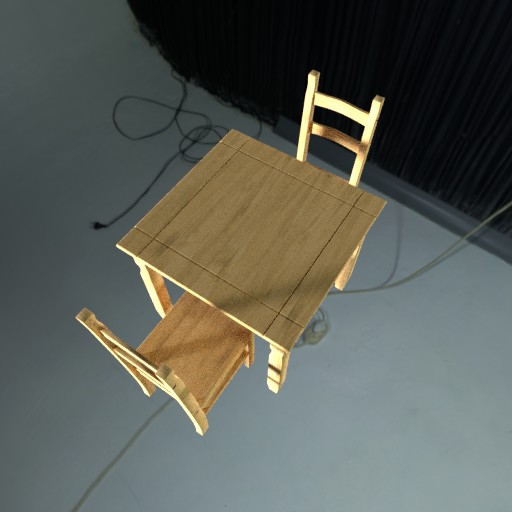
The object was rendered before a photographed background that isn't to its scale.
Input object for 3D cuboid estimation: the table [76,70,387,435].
[{"bbox_3d":[0.000,0.000,2.067,0.813,0.942,1.501,29,62,17],"label":"table"}]
